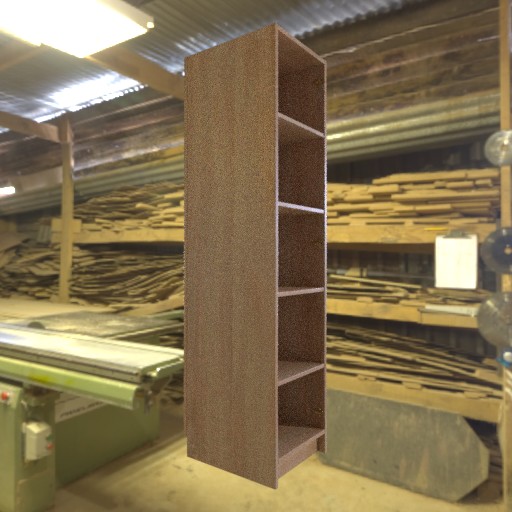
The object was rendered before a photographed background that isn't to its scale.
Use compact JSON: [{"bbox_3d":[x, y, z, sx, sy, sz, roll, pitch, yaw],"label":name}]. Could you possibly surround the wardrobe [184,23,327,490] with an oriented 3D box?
[{"bbox_3d":[0.000,0.000,2.381,0.588,2.117,0.496,0,0,37],"label":"wardrobe"}]
